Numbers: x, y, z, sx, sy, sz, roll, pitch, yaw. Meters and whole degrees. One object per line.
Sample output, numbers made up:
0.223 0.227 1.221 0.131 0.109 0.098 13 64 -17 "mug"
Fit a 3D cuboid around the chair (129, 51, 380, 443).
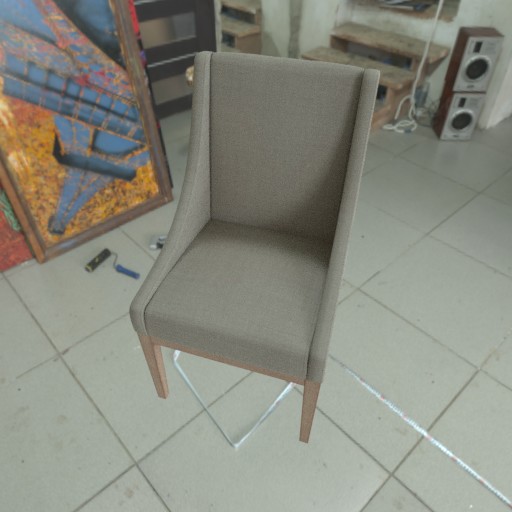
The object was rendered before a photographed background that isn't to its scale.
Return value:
0.000 0.000 1.390 0.575 1.021 0.611 12 43 13 "chair"
